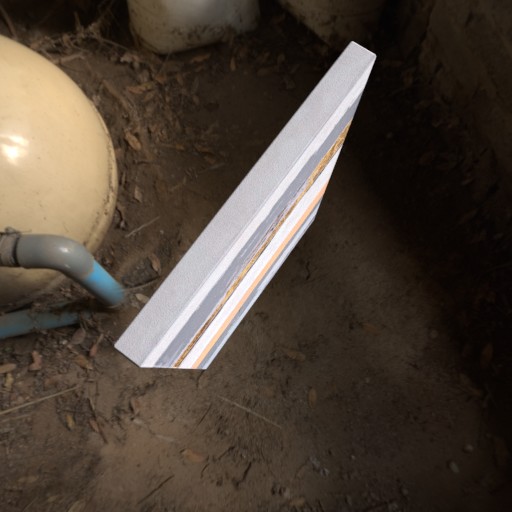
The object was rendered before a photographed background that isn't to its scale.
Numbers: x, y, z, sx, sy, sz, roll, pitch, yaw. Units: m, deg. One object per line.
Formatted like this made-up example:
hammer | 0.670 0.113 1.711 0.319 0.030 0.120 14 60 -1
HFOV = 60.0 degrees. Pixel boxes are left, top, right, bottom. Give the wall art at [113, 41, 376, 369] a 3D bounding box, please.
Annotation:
wall art | 0.000 0.000 0.791 0.038 0.609 0.456 35 78 8
